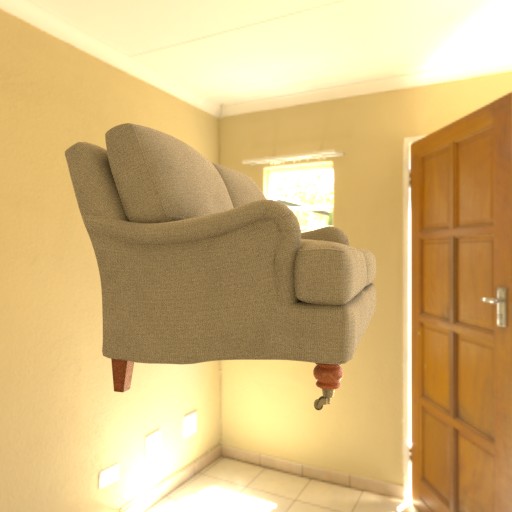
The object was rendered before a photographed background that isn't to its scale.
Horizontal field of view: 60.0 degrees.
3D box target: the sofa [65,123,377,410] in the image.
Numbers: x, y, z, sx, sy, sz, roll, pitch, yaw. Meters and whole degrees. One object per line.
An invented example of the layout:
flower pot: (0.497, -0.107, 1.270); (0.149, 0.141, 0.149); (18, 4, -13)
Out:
sofa: (0.000, 0.000, 2.177); (1.087, 0.999, 1.480); (0, 0, 18)
